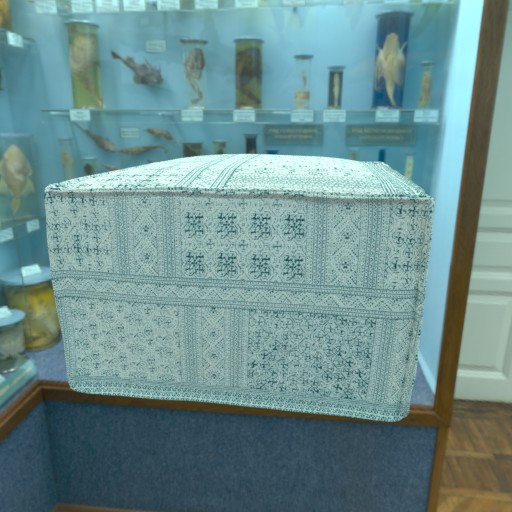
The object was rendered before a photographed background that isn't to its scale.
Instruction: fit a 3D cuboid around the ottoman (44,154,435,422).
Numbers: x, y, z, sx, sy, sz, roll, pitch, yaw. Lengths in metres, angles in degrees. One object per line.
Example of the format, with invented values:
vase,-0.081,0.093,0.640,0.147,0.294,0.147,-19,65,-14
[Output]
ottoman,0.000,0.000,1.013,0.617,0.439,0.626,2,16,8
